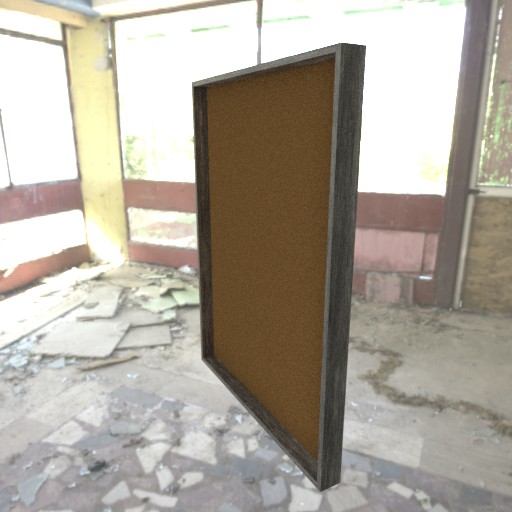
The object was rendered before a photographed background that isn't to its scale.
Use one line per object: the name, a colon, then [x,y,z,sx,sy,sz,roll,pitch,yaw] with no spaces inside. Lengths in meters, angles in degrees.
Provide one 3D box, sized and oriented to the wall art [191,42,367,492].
wall art: [0.000,0.000,1.292,0.063,1.016,0.762,-8,18,-28]
